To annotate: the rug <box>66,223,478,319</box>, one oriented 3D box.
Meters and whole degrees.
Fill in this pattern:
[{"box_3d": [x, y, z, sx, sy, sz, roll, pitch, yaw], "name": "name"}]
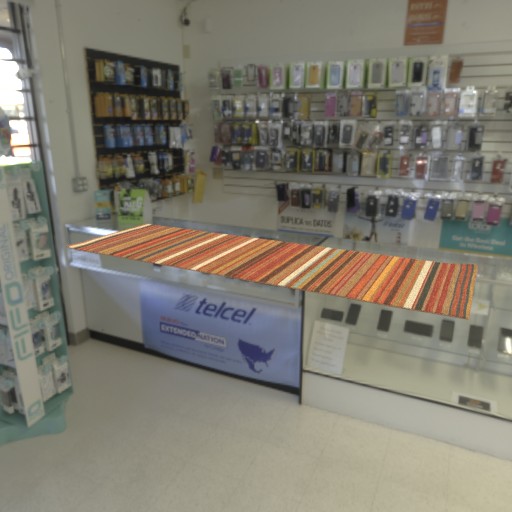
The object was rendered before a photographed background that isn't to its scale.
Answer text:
[{"box_3d": [0.000, 0.000, 2.736, 2.444, 0.030, 0.799, 9, 19, 26], "name": "rug"}]
